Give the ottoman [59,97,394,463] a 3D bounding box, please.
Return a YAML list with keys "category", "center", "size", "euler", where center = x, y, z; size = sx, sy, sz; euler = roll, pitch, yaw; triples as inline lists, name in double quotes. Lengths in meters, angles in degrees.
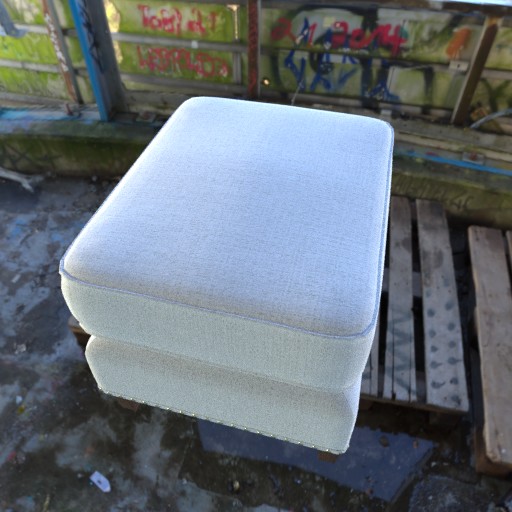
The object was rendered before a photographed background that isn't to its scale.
- category: "ottoman"
  center: [0.000, 0.000, 1.104]
  size: [0.589, 0.537, 0.738]
  euler: [11, 47, 10]
